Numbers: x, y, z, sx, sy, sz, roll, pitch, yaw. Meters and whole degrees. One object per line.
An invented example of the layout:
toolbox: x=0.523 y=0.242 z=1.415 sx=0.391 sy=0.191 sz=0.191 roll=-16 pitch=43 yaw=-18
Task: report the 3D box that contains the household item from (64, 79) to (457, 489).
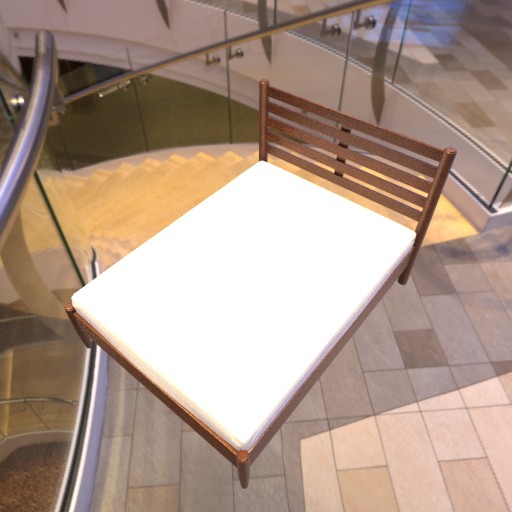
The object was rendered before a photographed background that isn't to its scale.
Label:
household item: x=0.000 y=0.000 z=3.195 sx=1.663 sy=1.356 sz=2.232 roll=31 pitch=54 yaw=26
